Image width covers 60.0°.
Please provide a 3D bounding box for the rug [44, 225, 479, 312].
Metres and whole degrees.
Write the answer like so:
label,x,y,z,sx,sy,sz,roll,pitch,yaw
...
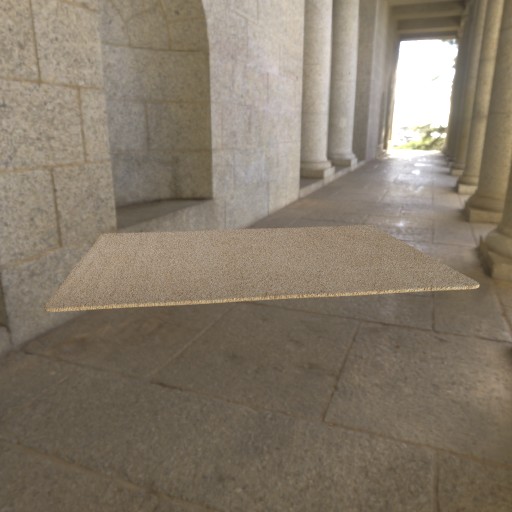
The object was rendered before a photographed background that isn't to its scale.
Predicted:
label,x,y,z,sx,sy,sz,roll,pitch,yaw
rug,0.000,0.000,3.523,2.700,0.024,1.801,-2,17,-8
